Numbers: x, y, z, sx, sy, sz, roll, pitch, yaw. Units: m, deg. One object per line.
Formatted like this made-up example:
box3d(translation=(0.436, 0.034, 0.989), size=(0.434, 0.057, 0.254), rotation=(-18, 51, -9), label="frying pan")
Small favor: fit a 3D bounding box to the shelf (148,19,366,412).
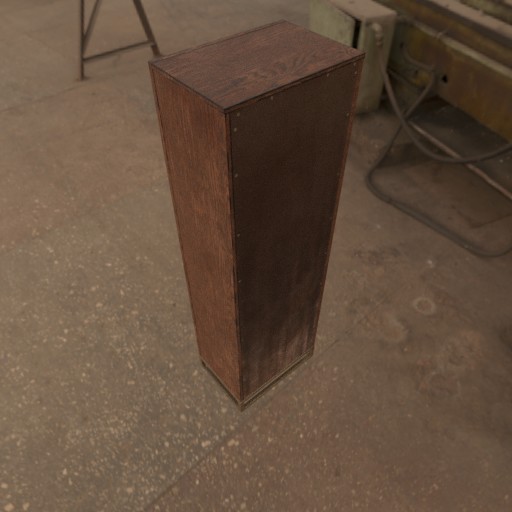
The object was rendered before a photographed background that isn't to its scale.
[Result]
box3d(translation=(0.000, 0.000, 1.949), size=(0.539, 1.732, 0.395), rotation=(-31, 54, -26), label="shelf")
